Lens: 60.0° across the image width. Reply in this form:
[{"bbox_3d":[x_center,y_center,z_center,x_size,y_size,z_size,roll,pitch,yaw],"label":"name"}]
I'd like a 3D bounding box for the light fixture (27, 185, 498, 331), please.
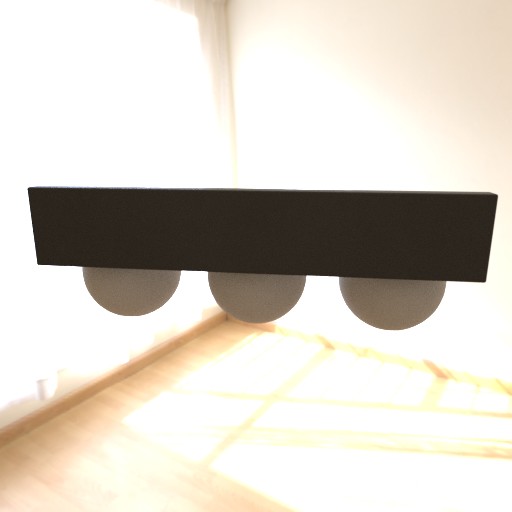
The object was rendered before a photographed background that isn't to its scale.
[{"bbox_3d":[0.000,0.000,0.809,0.721,0.263,0.218,2,15,7],"label":"light fixture"}]
